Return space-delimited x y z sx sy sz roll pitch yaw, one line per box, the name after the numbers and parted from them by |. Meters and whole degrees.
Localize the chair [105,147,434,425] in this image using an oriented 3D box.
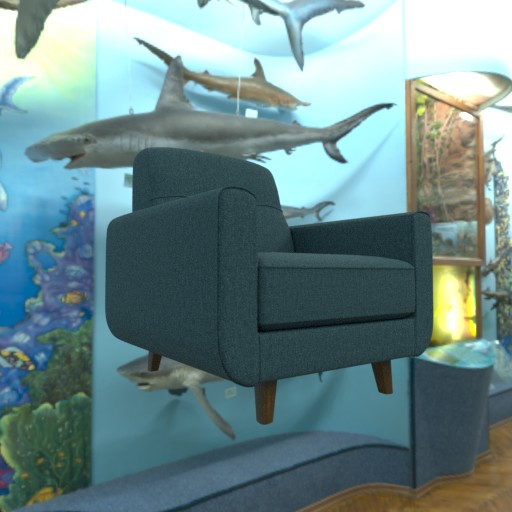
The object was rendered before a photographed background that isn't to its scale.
0.000 0.000 1.694 0.880 0.940 0.964 2 -3 -35 | chair
